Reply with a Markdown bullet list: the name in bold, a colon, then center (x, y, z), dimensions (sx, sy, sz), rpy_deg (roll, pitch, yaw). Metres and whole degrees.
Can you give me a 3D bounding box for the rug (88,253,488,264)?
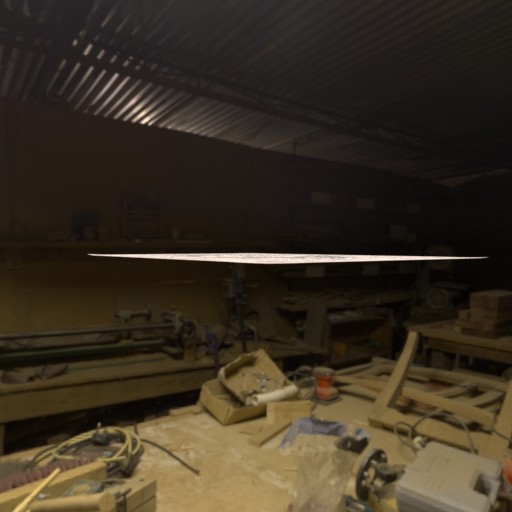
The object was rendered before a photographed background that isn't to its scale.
- **rug**: center (0.000, 0.000, 2.321), dimensions (1.223, 0.008, 1.813), rpy_deg (-1, 1, -36)
